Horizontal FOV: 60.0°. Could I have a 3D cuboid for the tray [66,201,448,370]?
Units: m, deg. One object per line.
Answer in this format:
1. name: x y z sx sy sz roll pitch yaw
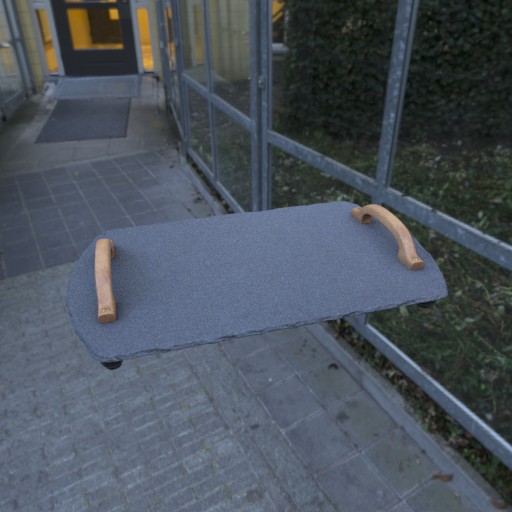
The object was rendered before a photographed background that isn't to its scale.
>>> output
1. tray: 0.000 0.000 0.479 0.387 0.062 0.231 -8 32 -14
